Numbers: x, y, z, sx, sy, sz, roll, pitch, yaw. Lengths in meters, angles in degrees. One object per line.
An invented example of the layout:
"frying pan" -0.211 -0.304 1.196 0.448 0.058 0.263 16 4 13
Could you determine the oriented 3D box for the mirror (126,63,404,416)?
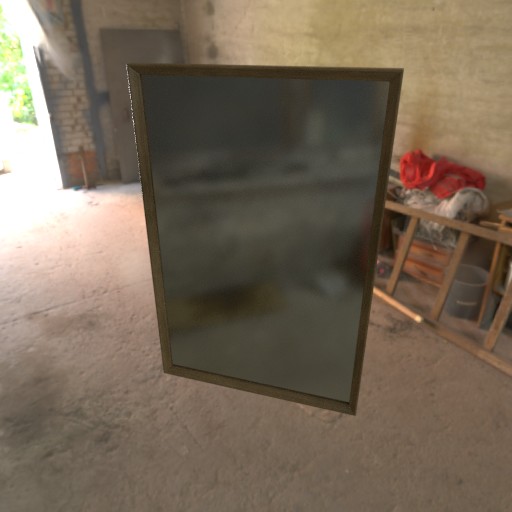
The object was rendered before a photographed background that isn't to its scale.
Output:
"mirror" 0.000 0.000 1.157 0.609 0.915 0.041 8 28 15
